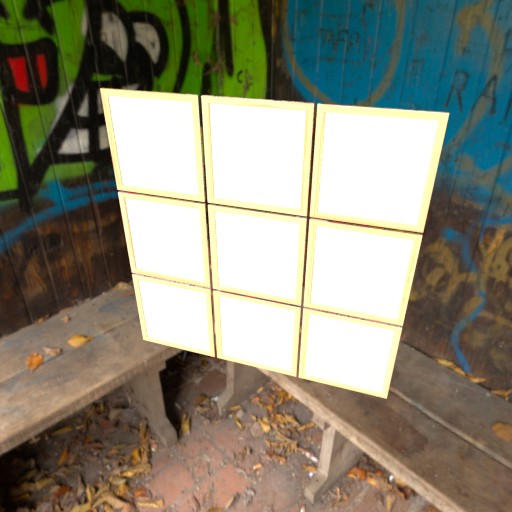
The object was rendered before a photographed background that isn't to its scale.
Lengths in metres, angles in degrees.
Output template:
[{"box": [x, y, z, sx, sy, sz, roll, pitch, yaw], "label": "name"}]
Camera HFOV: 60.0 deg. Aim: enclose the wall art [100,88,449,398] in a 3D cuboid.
[{"box": [0.000, 0.000, 1.789, 1.206, 1.218, 0.013, 10, 32, 16], "label": "wall art"}]
